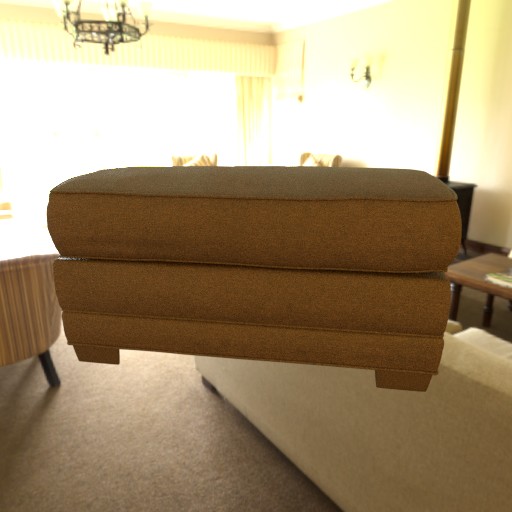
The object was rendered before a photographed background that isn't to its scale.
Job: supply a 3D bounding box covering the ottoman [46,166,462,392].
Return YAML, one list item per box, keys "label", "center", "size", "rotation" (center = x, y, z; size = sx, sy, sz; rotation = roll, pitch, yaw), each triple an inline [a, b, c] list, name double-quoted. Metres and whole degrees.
- label: "ottoman"
  center: [0.000, 0.000, 1.137]
  size: [0.864, 0.448, 0.490]
  rotation: [3, 17, 9]
